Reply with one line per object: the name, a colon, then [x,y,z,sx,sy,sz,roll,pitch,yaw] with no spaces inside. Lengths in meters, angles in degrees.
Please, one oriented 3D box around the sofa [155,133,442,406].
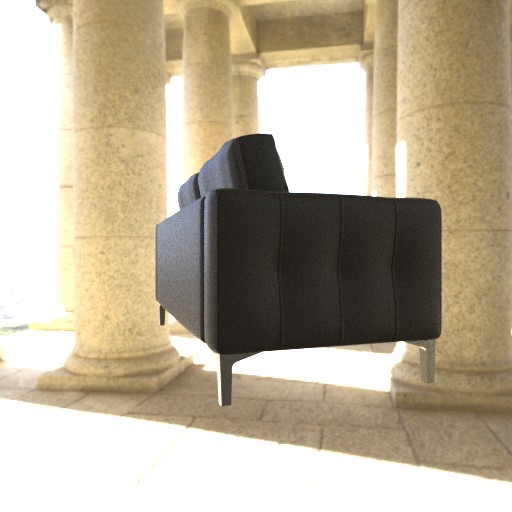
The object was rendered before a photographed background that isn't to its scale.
sofa: [0.000,0.000,2.215,0.833,0.892,1.726,0,0,-19]
